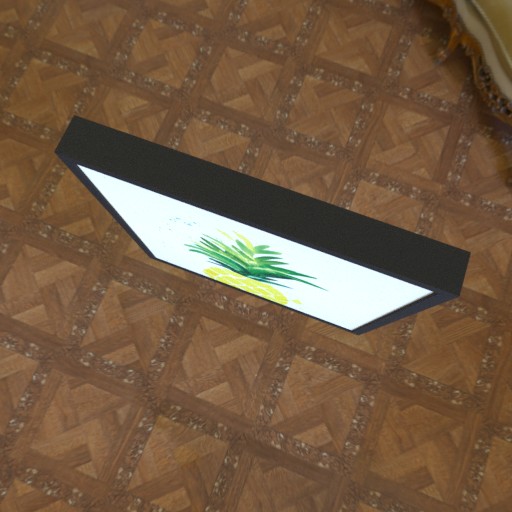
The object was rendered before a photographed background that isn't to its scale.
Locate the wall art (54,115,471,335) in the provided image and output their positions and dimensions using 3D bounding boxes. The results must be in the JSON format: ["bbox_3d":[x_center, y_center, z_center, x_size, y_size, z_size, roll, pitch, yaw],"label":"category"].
[{"bbox_3d":[0.000,0.000,0.463,0.305,0.304,0.033,20,76,5],"label":"wall art"}]
